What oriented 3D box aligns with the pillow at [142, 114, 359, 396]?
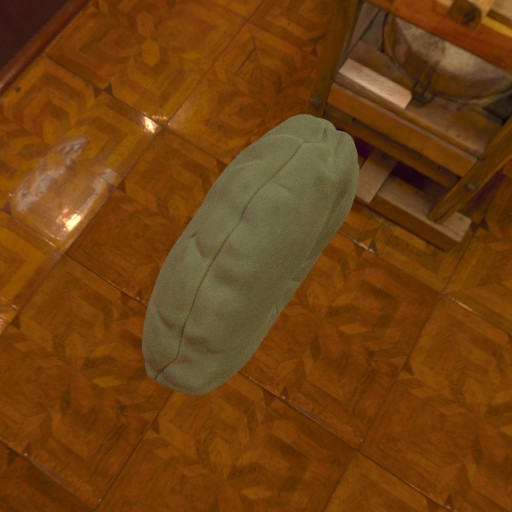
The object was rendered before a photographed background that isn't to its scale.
[{"bbox_3d":[0.000,0.000,0.626,0.148,0.407,0.428,34,78,9],"label":"pillow"}]
